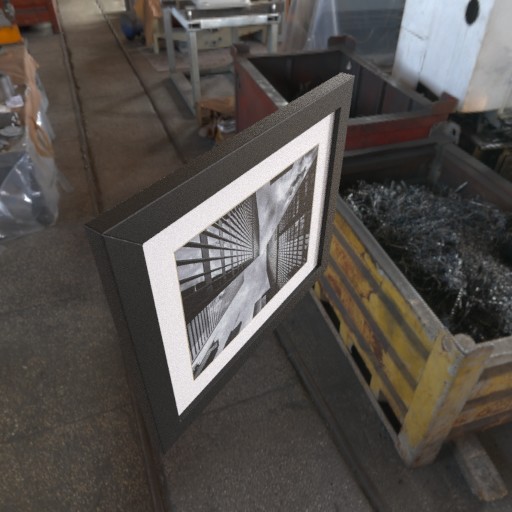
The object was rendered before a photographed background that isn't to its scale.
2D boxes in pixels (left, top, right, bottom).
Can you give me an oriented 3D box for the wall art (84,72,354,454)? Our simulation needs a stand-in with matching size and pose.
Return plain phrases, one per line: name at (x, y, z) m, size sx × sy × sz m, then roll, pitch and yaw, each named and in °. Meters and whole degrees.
wall art at (0.000, 0.000, 0.755) m, size 0.031 × 0.457 × 0.558 m, roll 25°, pitch 46°, yaw 26°
